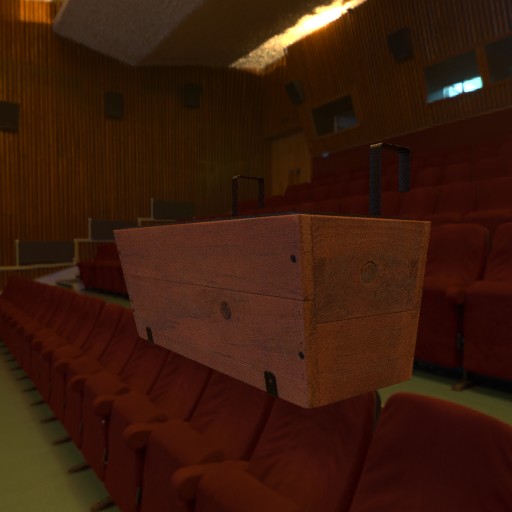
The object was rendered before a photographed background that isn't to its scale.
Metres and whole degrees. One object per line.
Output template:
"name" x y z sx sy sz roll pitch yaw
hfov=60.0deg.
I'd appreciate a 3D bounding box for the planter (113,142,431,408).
"planter" 0.000 0.000 0.652 0.262 0.289 0.480 -1 2 -36
